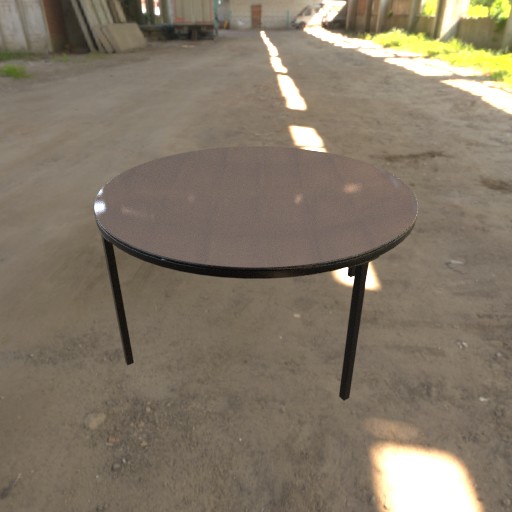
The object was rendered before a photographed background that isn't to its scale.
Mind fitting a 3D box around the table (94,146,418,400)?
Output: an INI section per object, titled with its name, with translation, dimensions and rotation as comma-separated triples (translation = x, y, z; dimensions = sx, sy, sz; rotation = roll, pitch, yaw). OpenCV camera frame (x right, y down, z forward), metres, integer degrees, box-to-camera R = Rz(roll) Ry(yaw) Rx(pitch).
[table]
translation = 0.000, 0.000, 1.242
dimensions = 0.800, 0.400, 0.800
rotation = 0, 29, 0
